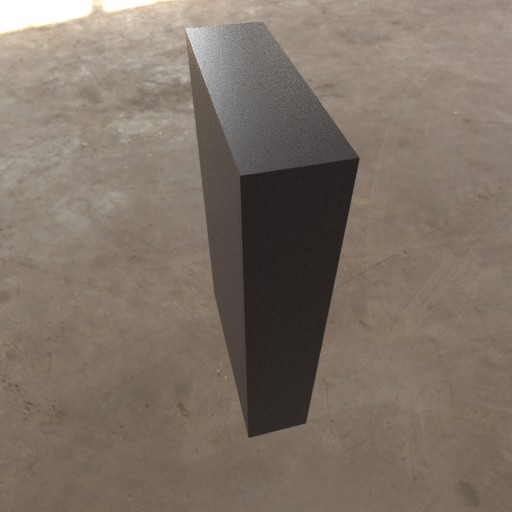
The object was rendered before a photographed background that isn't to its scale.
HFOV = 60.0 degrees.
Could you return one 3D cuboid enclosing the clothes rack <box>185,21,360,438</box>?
[{"bbox_3d":[0.000,0.000,1.565,0.250,1.280,0.750,-10,48,-10],"label":"clothes rack"}]
